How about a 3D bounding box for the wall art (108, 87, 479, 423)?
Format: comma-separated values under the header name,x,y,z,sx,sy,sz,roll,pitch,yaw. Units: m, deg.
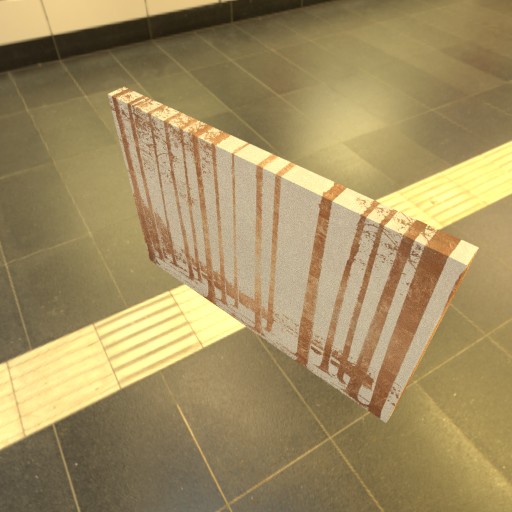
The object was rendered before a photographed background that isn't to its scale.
name,x,y,z,sx,sy,sz,roll,pitch,yaw
wall art,0.000,0.000,0.761,0.609,0.405,0.035,31,54,26
